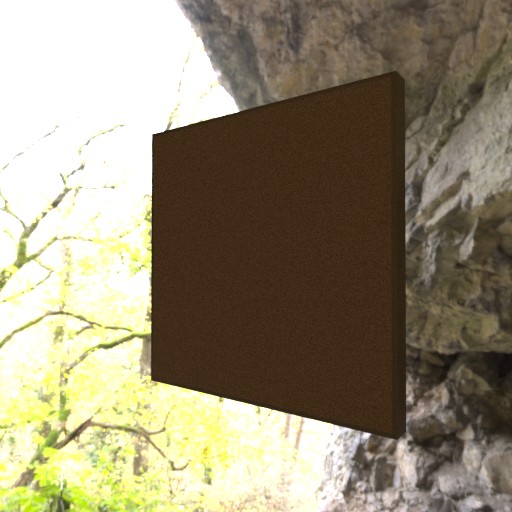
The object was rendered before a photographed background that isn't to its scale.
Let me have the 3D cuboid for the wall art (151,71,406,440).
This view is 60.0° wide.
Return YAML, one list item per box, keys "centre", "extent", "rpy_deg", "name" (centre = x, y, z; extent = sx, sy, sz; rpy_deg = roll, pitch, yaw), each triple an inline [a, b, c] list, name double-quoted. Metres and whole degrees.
- centre: [0.000, 0.000, 0.780]
  extent: [0.513, 0.511, 0.038]
  rpy_deg: [-1, -1, 37]
  name: "wall art"
